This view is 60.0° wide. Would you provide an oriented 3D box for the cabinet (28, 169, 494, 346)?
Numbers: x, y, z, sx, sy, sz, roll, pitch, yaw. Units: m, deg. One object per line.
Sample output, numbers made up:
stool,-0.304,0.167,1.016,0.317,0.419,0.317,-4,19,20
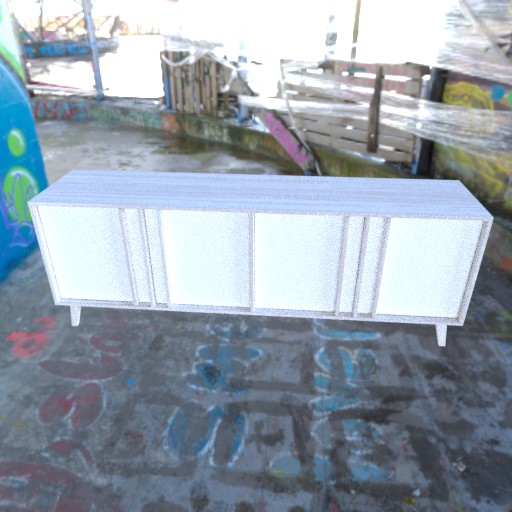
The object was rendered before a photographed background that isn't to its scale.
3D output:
cabinet,0.000,0.000,2.493,2.200,0.780,0.500,2,29,4
